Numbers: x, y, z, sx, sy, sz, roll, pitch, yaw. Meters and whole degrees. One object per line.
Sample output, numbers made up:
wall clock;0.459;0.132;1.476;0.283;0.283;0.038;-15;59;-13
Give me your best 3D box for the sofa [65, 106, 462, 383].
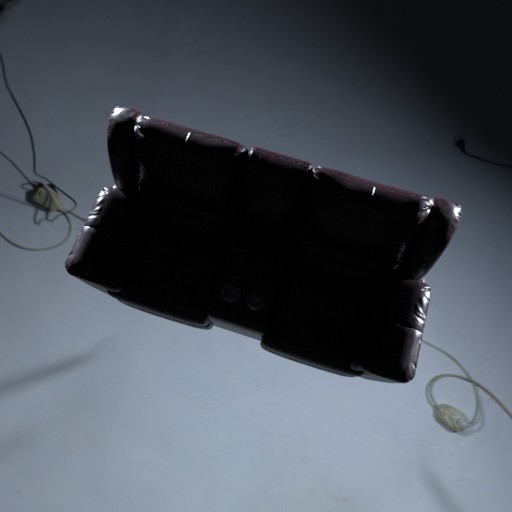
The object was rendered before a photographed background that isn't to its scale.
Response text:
sofa;0.000;0.000;2.652;2.058;1.043;0.991;17;75;5
